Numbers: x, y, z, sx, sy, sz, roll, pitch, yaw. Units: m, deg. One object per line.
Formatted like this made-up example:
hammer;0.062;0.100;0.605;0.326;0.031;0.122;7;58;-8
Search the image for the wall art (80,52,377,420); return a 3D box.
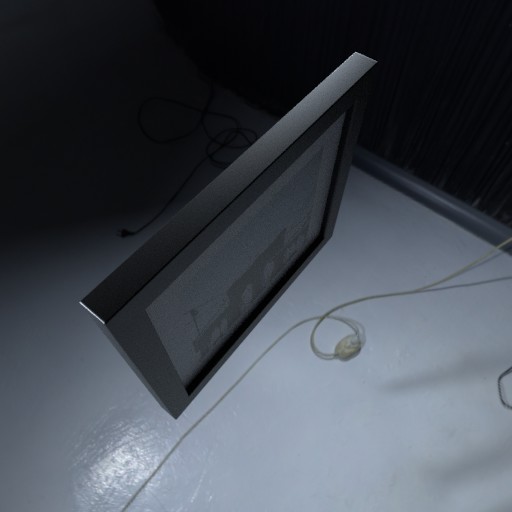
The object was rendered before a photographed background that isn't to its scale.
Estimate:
wall art;0.000;0.000;0.537;0.028;0.330;0.380;34;64;19
